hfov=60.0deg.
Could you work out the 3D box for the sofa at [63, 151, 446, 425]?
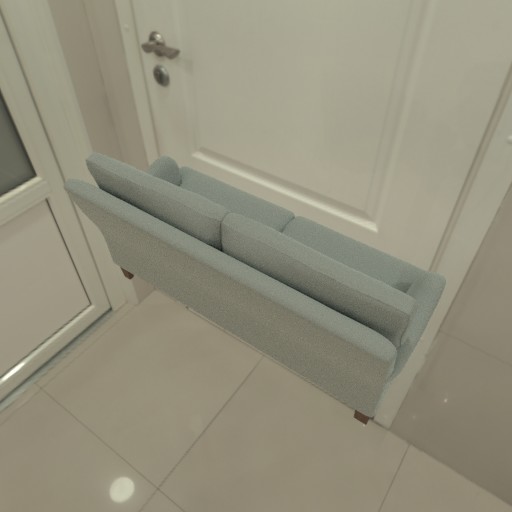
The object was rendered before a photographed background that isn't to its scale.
[{"bbox_3d":[0.000,0.000,2.854,2.193,1.096,1.069,27,51,24],"label":"sofa"}]
